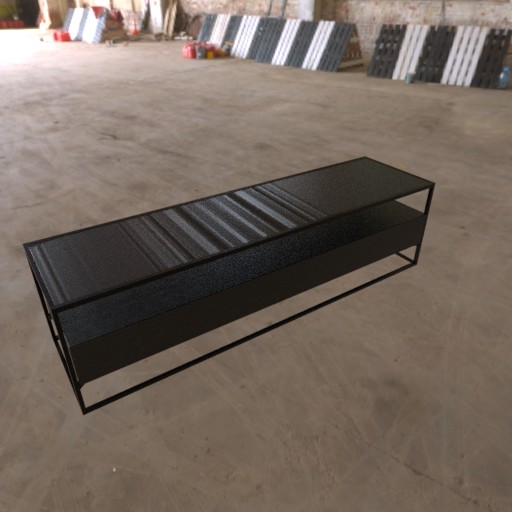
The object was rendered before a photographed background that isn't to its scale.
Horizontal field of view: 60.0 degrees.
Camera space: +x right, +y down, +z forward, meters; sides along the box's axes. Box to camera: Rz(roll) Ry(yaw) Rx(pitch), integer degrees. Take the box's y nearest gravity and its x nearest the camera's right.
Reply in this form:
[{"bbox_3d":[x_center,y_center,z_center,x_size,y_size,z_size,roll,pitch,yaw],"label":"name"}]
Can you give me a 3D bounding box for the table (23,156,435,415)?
[{"bbox_3d":[0.000,0.000,1.694,1.486,0.395,0.399,-19,36,-28],"label":"table"}]
